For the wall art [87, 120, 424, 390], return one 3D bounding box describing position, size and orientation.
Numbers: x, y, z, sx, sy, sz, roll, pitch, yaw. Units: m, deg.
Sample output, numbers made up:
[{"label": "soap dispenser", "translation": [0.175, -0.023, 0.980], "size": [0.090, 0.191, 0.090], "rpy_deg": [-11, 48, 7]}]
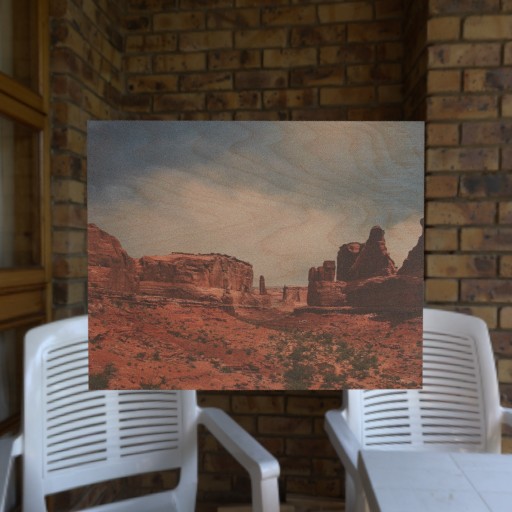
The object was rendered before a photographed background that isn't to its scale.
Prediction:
[{"label": "wall art", "translation": [0.000, 0.000, 0.676], "size": [0.508, 0.406, 0.013], "rpy_deg": [0, 1, 0]}]
